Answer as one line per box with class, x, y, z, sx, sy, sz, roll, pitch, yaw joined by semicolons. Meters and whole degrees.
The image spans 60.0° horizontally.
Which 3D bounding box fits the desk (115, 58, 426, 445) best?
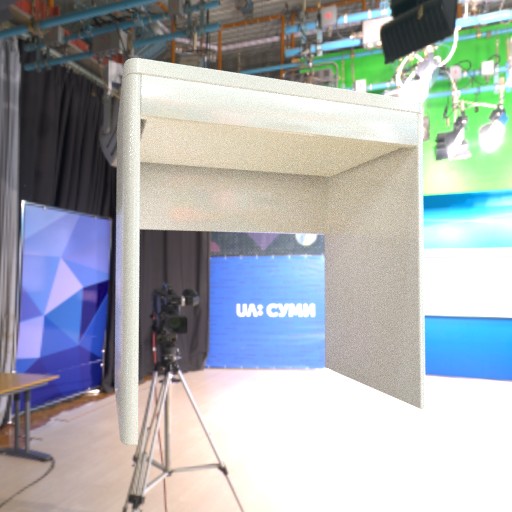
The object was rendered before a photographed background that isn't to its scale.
desk;0.000;0.000;1.282;0.762;0.800;0.549;1;-2;-19
